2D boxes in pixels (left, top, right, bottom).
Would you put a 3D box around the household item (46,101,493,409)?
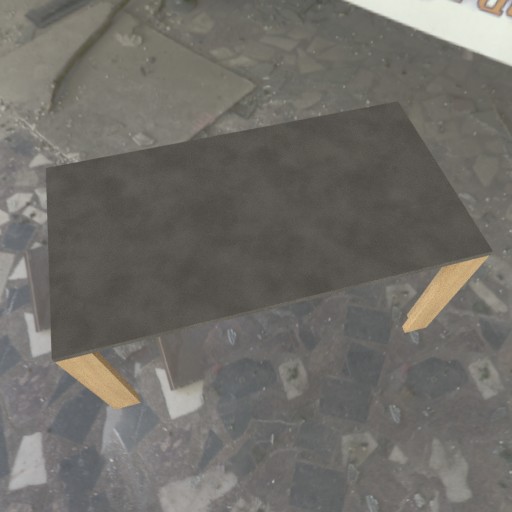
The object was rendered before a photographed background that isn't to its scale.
[{"bbox_3d":[0.000,0.000,2.079,1.600,0.755,0.850,-13,60,-8],"label":"household item"}]
